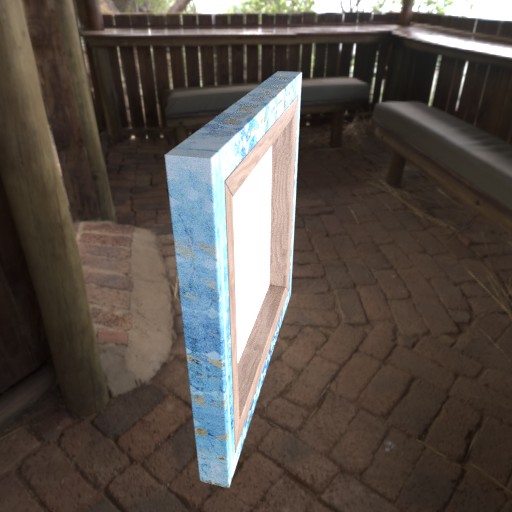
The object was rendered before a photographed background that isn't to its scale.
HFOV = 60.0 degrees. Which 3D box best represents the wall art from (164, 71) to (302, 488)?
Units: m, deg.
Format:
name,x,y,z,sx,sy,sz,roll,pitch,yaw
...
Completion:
name,x,y,z,sx,sy,sz,roll,pitch,yaw
wall art,0.000,0.000,0.596,0.037,0.405,0.405,7,32,12
